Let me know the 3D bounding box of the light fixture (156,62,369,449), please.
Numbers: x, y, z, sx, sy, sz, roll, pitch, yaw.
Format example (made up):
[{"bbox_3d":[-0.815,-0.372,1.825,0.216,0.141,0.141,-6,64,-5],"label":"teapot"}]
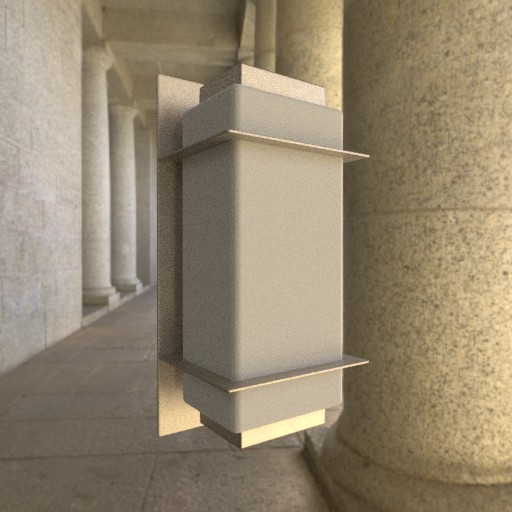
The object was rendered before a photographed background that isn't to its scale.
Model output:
[{"bbox_3d":[0.000,0.000,0.464,0.168,0.380,0.160,0,1,-35],"label":"light fixture"}]
